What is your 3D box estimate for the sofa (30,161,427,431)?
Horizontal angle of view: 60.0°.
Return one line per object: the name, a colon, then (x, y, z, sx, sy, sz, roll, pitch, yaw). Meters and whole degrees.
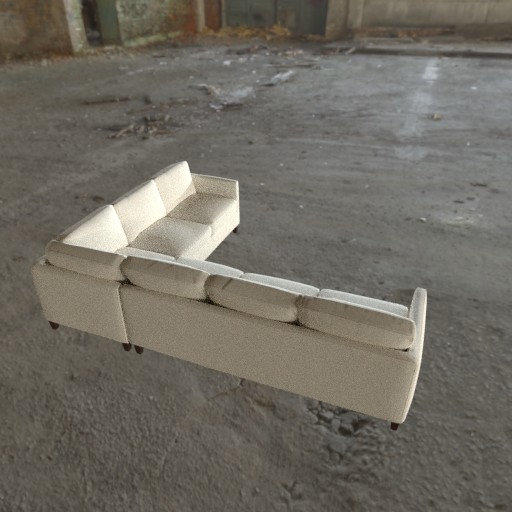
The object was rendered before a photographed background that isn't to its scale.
sofa: (0.000, 0.000, 4.497, 3.302, 0.947, 2.593, 11, 33, 18)
